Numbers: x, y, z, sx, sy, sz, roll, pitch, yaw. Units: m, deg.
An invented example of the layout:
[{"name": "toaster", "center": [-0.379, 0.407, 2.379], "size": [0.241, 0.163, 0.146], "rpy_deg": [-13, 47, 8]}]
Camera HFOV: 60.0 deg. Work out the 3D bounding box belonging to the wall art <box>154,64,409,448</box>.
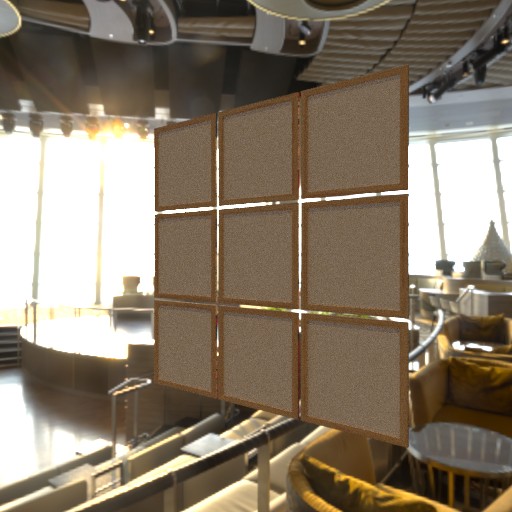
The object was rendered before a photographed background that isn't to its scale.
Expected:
[{"name": "wall art", "center": [0.000, 0.000, 2.227], "size": [1.519, 1.534, 0.013], "rpy_deg": [0, 0, 36]}]
